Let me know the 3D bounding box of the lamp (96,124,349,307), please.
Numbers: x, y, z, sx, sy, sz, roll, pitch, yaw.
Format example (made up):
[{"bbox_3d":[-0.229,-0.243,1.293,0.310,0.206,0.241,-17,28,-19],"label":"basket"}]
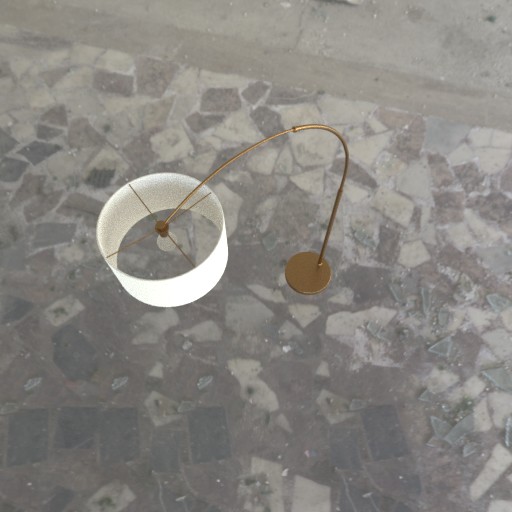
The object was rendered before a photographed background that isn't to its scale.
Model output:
[{"bbox_3d":[0.000,0.000,2.598,1.434,1.927,0.493,-35,68,-16],"label":"lamp"}]
